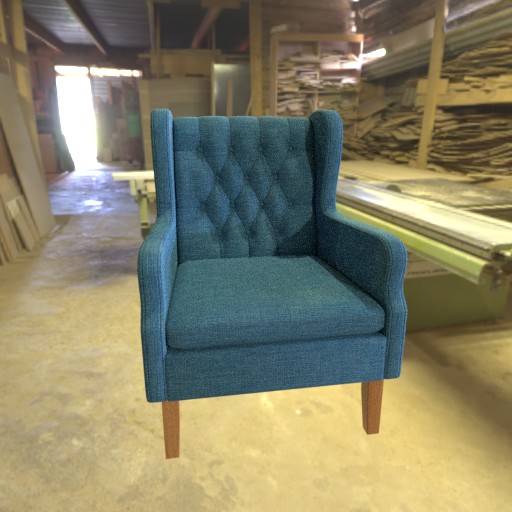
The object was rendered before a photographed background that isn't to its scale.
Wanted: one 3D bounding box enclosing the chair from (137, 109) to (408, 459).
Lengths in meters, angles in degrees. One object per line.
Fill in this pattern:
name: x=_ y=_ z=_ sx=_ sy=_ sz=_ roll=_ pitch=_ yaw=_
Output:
chair: x=0.000 y=0.000 z=1.495 sx=0.711 sy=0.952 sz=0.775 roll=-3 pitch=17 yaw=-9
